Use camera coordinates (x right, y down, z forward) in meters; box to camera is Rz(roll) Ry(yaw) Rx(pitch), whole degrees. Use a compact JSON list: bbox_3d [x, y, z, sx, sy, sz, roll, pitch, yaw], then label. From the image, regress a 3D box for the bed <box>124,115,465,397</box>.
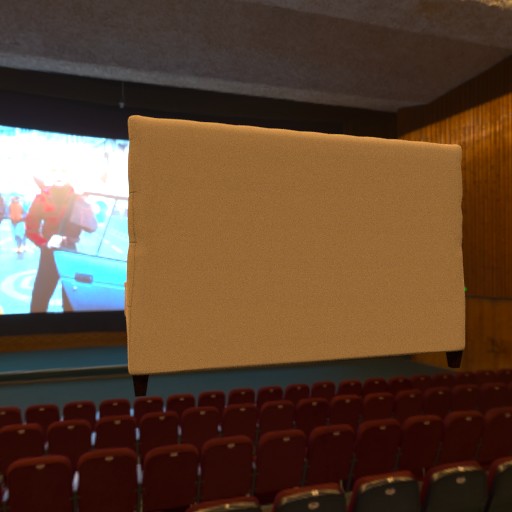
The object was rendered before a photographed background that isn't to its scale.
[{"bbox_3d":[0.000,0.000,3.640,2.078,1.427,2.387,0,0,-17],"label":"bed"}]
